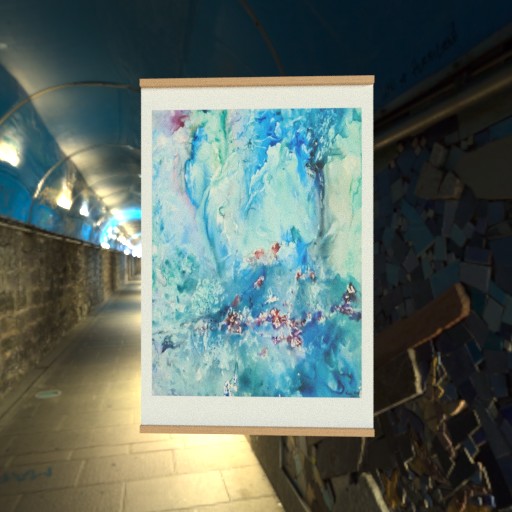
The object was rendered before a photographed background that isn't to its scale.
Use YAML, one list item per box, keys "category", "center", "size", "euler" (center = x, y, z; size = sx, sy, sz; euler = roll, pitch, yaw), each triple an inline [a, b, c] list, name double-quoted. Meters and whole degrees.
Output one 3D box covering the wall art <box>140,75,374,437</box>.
- category: "wall art"
  center: [0.000, 0.000, 1.278]
  size: [0.669, 1.020, 0.027]
  euler: [0, 0, 2]
